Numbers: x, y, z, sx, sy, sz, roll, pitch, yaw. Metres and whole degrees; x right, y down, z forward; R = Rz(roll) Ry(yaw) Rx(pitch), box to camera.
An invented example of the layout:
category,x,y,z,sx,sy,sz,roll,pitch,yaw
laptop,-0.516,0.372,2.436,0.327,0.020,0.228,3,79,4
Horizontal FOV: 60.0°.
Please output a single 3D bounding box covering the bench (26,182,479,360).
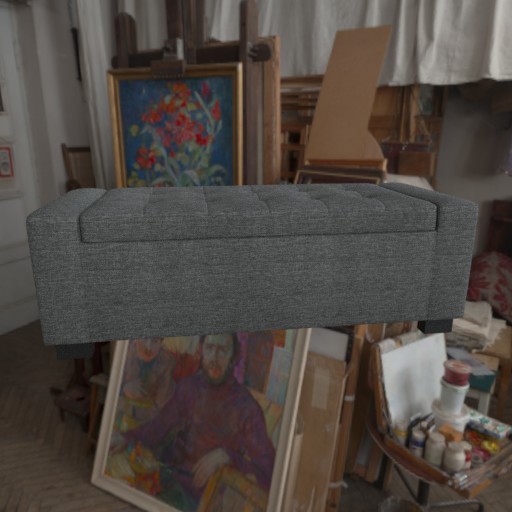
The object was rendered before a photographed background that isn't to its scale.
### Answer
category,x,y,z,sx,sy,sz,roll,pitch,yaw
bench,0.000,0.000,1.535,1.296,0.445,0.508,-2,17,-8
